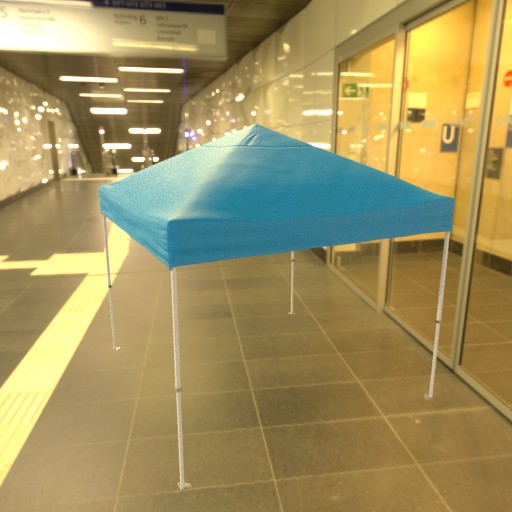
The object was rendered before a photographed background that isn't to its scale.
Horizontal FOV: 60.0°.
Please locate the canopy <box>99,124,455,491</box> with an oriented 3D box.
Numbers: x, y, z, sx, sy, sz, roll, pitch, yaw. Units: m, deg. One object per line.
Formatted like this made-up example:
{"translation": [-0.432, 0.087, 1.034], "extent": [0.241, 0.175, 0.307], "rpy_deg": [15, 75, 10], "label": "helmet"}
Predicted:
{"translation": [0.000, 0.000, 5.236], "extent": [2.996, 2.997, 2.998], "rpy_deg": [-7, 16, -27], "label": "canopy"}
